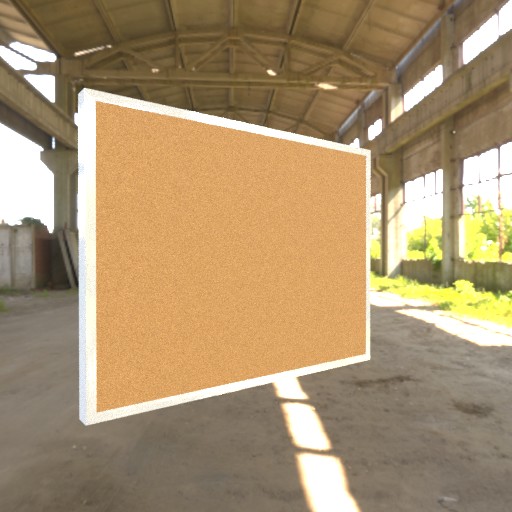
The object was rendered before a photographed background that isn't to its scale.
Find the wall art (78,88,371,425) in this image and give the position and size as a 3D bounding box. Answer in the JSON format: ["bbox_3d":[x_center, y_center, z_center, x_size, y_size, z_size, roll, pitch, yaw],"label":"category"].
[{"bbox_3d":[0.000,0.000,1.369,1.041,0.787,0.053,0,1,-37],"label":"wall art"}]
